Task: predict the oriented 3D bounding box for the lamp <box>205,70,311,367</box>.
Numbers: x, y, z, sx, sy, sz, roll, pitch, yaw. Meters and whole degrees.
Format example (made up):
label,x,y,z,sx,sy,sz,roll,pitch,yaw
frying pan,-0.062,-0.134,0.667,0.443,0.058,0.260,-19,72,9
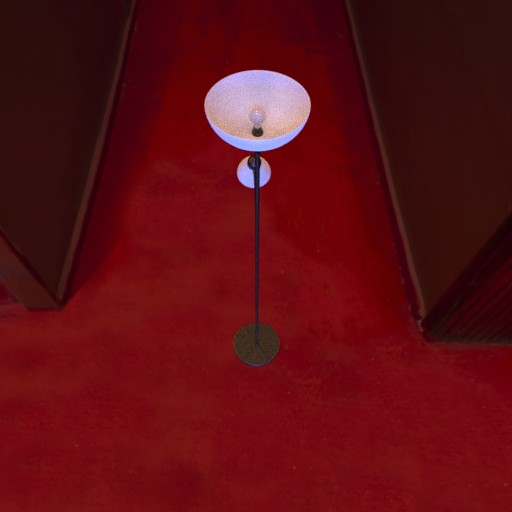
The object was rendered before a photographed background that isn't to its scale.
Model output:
label,x,y,z,sx,sy,sz,roll,pitch,yaw
lamp,0.000,0.000,1.955,0.279,1.804,0.442,-2,59,-1
